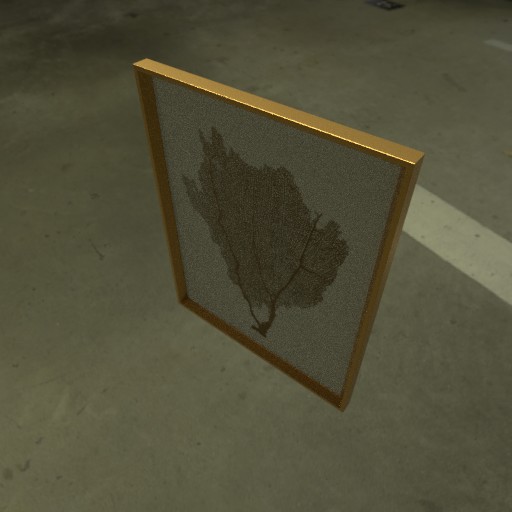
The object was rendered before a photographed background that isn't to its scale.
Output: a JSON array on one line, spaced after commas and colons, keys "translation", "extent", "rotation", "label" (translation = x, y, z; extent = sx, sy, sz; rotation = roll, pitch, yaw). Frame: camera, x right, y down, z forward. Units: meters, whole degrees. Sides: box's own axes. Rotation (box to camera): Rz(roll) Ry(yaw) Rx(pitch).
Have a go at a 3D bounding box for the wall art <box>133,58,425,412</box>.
[{"translation": [0.000, 0.000, 1.049], "extent": [0.610, 0.762, 0.038], "rotation": [28, 51, 26], "label": "wall art"}]
